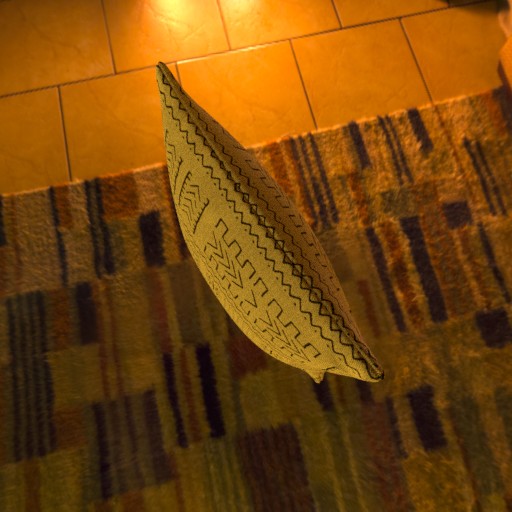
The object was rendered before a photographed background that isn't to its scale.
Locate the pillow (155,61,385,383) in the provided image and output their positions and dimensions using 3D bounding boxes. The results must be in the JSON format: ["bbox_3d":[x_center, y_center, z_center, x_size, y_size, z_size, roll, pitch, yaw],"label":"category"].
[{"bbox_3d":[0.000,0.000,0.671,0.164,0.430,0.438,-32,77,-9],"label":"pillow"}]
